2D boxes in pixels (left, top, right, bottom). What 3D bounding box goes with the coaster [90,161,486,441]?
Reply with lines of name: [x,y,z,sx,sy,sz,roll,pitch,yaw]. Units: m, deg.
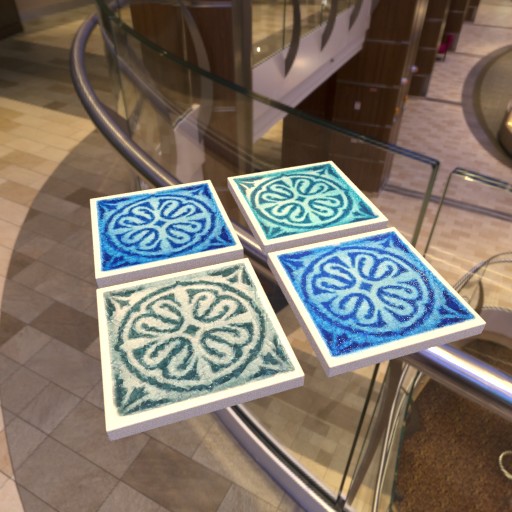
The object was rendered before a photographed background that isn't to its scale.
coaster: [0.000,0.000,0.317,0.219,0.010,0.214,-12,41,-14]
